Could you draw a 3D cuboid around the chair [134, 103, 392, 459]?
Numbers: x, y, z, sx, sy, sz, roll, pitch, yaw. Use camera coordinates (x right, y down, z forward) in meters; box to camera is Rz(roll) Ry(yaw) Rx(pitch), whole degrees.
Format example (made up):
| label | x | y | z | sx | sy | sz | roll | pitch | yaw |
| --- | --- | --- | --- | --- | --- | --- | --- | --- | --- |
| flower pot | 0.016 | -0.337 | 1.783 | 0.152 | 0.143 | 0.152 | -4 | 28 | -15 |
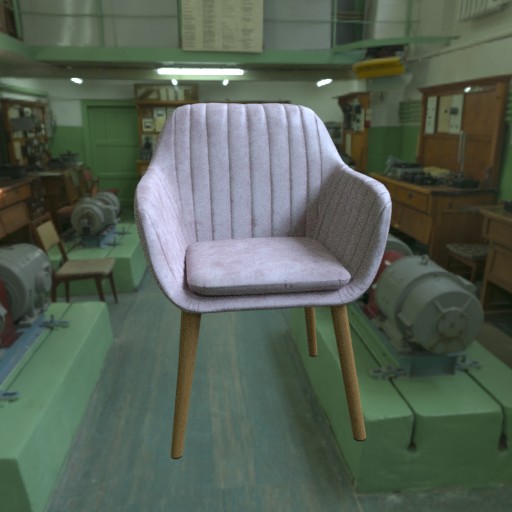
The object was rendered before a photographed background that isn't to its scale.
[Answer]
| label | x | y | z | sx | sy | sz | roll | pitch | yaw |
| --- | --- | --- | --- | --- | --- | --- | --- | --- | --- |
| chair | 0.000 | 0.000 | 1.241 | 0.610 | 0.832 | 0.570 | -2 | 17 | -8 |
